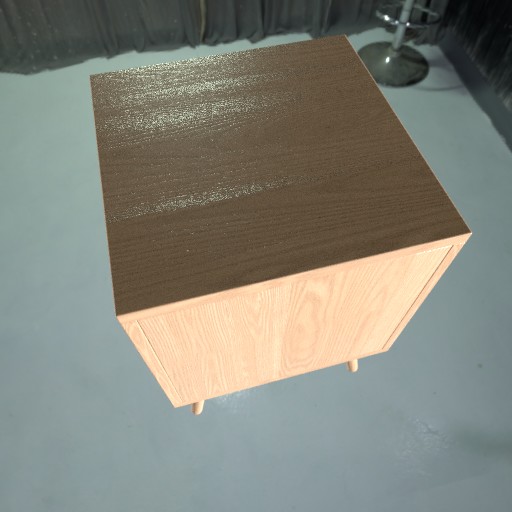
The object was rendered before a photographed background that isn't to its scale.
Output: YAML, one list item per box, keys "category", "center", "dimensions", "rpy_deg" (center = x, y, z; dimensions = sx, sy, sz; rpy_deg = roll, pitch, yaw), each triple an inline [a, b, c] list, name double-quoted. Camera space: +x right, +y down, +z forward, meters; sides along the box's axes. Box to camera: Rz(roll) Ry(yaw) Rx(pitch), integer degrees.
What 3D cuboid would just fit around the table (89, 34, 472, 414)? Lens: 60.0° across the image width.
- category: "table"
  center: [0.000, 0.000, 0.808]
  dimensions: [0.400, 0.550, 0.400]
  rpy_deg: [-13, 59, -8]
